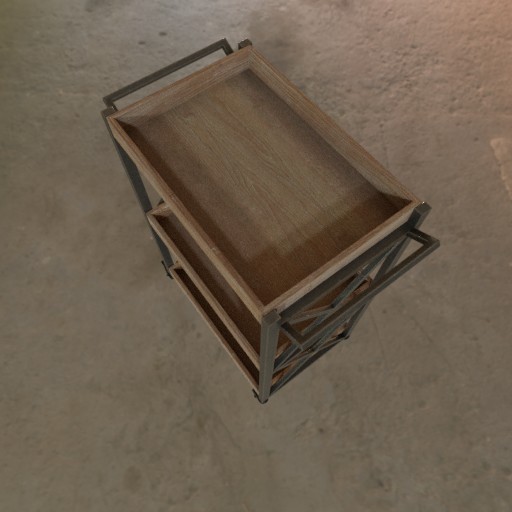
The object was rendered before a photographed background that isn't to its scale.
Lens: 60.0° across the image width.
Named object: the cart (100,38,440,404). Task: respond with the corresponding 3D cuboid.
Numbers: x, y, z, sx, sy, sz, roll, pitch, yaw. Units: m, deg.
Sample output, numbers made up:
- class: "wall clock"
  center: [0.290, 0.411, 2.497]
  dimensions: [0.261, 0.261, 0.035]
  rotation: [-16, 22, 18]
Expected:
- class: "cart"
  center: [0.000, 0.000, 1.212]
  dimensions: [0.377, 0.835, 0.673]
  rotation: [-34, 68, -16]
